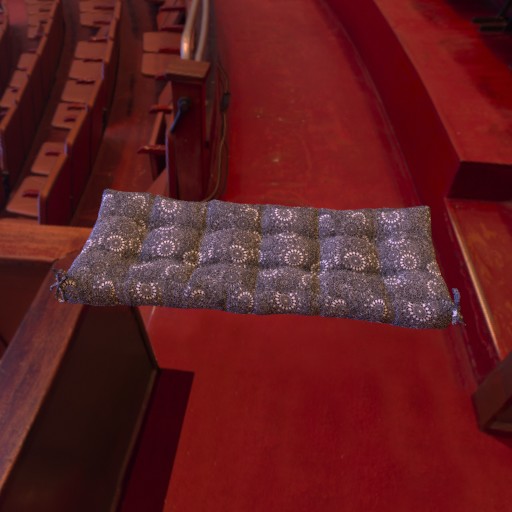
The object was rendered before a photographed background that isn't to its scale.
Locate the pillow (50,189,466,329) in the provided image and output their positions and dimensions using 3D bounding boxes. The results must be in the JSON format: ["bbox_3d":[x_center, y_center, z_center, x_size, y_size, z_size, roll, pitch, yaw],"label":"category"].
[{"bbox_3d":[0.000,0.000,1.373,1.194,0.174,0.511,3,46,3],"label":"pillow"}]
